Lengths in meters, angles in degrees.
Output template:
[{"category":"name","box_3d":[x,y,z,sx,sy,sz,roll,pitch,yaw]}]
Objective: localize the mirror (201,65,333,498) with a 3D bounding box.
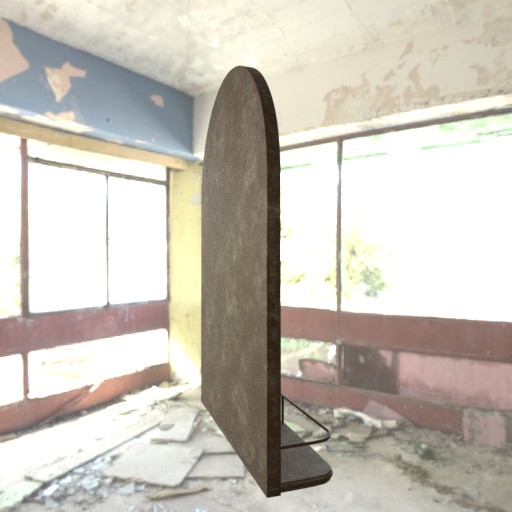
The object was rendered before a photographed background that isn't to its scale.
[{"category":"mirror","box_3d":[0.000,0.000,0.967,0.137,0.770,0.510,0,0,-19]}]
